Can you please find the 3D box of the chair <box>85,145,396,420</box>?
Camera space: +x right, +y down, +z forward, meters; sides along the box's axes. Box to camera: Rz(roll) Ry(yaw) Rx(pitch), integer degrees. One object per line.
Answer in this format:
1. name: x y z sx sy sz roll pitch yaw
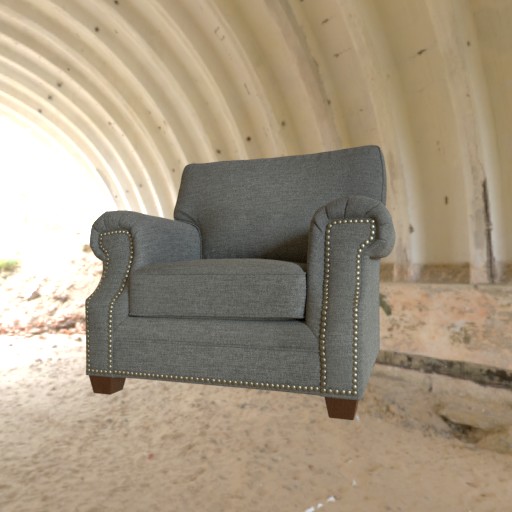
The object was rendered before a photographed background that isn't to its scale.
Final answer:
1. chair: 0.000 0.000 1.815 1.092 0.961 0.965 -1 -2 19
